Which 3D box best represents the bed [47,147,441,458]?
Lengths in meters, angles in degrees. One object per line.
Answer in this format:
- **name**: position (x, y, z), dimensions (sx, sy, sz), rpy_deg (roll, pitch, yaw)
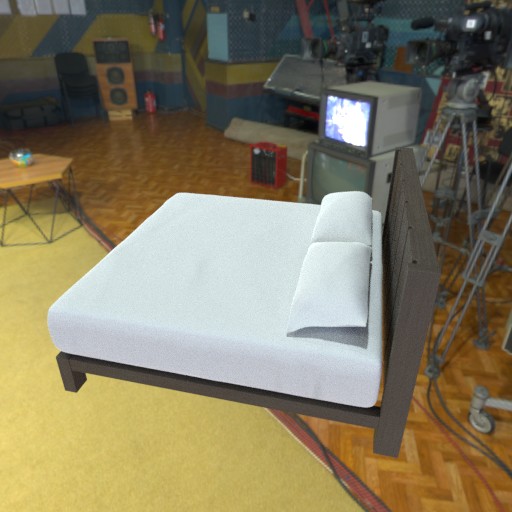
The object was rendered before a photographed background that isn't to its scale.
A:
- **bed**: position (0.000, 0.000, 3.428), dimensions (2.238, 1.261, 2.143), rpy_deg (7, 30, 12)
